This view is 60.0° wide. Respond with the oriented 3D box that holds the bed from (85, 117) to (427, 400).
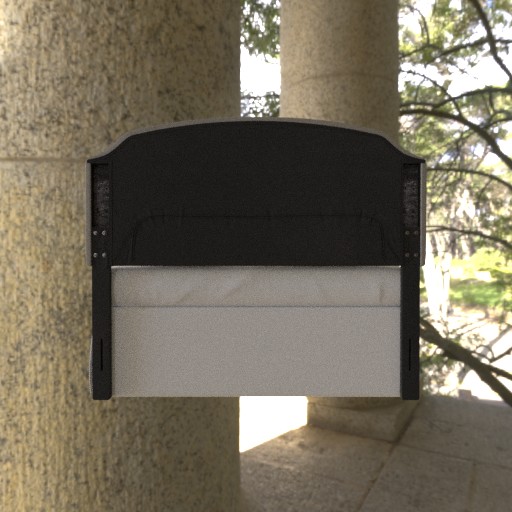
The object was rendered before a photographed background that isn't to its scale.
[{"bbox_3d":[0.000,0.000,2.970,1.558,1.270,1.999,0,1,0],"label":"bed"}]
